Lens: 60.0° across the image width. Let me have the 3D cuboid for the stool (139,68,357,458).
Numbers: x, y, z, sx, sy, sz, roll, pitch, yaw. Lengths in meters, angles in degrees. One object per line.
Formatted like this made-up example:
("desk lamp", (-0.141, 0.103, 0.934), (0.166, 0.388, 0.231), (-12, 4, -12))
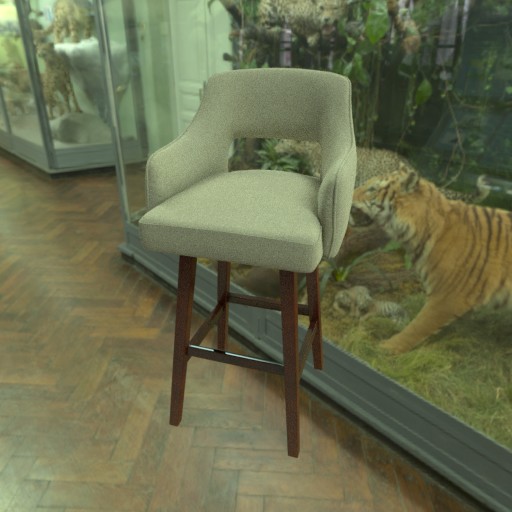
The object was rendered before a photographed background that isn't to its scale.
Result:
("stool", (0.000, 0.000, 1.365), (0.550, 1.041, 0.560), (8, 27, 16))
